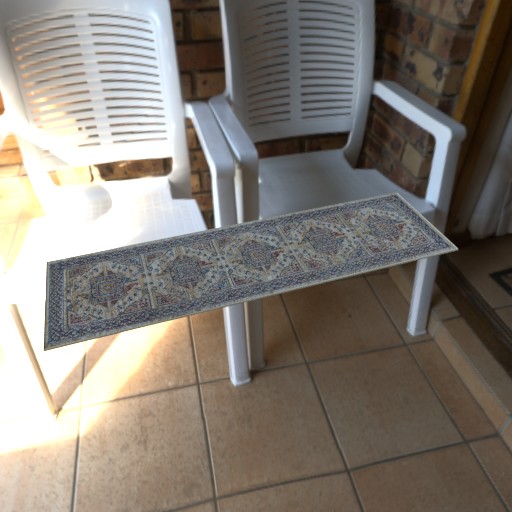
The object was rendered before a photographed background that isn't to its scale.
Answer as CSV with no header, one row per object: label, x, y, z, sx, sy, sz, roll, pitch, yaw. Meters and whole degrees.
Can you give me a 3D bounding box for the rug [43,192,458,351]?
rug,0.000,0.000,2.567,2.297,0.013,0.661,-12,42,-14
